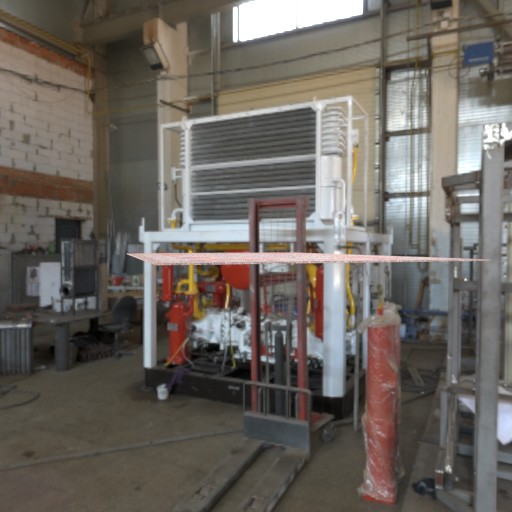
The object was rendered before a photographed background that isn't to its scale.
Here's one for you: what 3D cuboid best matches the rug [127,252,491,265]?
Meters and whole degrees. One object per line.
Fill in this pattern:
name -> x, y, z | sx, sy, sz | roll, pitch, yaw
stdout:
rug -> 0.000, 0.000, 2.311 | 1.219, 0.005, 1.829 | 0, 1, -19
